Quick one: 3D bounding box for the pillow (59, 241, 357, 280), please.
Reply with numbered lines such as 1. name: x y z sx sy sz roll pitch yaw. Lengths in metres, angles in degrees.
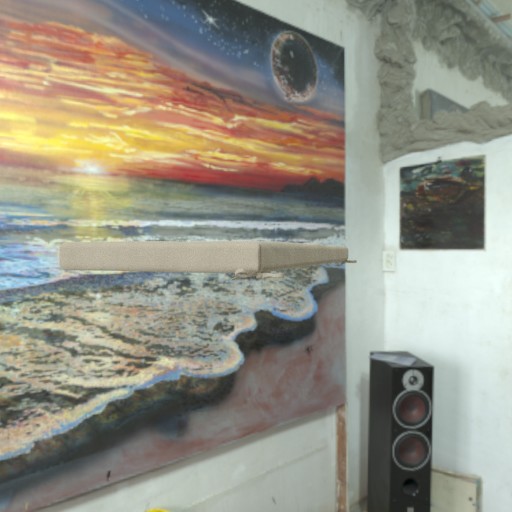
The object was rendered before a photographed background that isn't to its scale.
1. pillow: 0.000 0.000 1.385 0.492 0.081 1.187 0 1 19
